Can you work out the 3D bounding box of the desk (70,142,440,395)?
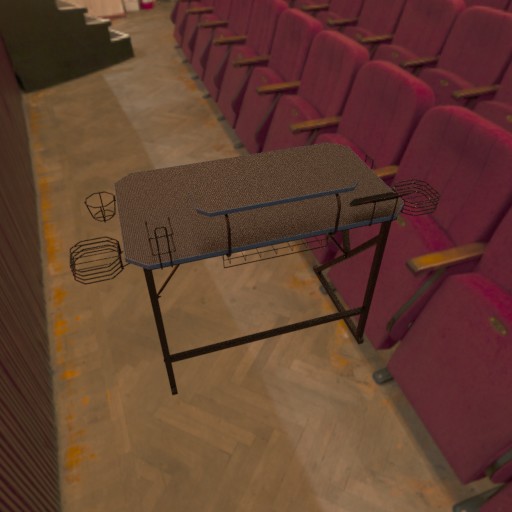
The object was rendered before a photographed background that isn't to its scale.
[{"bbox_3d":[0.000,0.000,1.804,1.295,0.909,0.594,-12,43,-13],"label":"desk"}]
